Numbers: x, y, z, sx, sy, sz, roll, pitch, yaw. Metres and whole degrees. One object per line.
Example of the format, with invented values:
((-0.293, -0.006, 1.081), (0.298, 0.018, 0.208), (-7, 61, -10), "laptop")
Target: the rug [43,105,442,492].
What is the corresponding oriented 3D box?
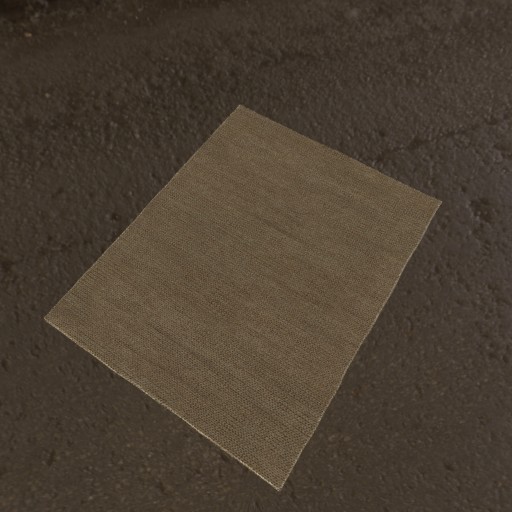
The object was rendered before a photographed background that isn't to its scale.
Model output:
((0.000, 0.000, 4.112), (2.429, 0.030, 3.052), (30, 66, 15), "rug")
